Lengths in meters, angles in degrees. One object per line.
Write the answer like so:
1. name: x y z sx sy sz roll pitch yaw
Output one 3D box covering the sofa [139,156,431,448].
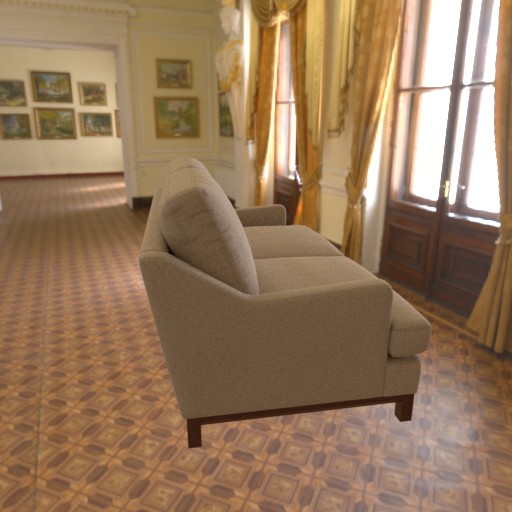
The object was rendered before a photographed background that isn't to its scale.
1. sofa: 0.000 0.000 2.217 1.004 0.910 1.619 -3 17 -10
